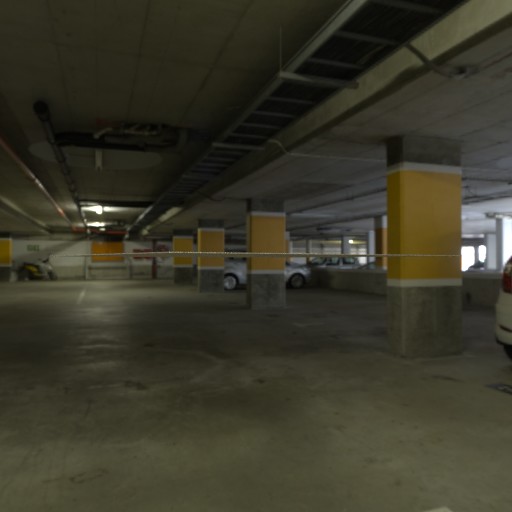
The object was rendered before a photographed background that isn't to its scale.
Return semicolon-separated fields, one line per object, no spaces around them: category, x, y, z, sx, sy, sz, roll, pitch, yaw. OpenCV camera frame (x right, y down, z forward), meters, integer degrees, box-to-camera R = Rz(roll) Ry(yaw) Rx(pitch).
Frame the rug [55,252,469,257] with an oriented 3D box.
rug;0.000;0.000;3.936;2.880;0.005;2.391;0;-1;-37
